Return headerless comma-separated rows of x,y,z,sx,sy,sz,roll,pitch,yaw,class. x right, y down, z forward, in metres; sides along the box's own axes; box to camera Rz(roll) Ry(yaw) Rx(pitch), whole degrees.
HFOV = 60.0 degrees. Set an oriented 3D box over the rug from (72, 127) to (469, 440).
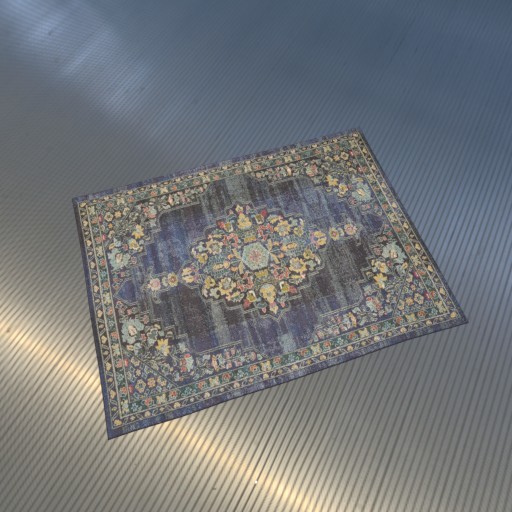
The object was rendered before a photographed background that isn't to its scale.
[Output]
0.000,0.000,4.761,3.612,0.035,2.716,-16,64,-8,rug
